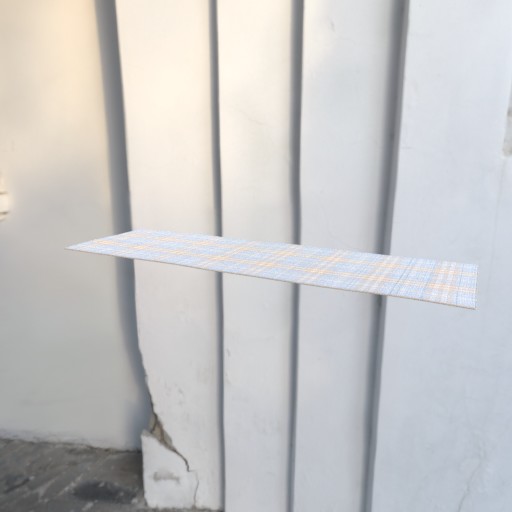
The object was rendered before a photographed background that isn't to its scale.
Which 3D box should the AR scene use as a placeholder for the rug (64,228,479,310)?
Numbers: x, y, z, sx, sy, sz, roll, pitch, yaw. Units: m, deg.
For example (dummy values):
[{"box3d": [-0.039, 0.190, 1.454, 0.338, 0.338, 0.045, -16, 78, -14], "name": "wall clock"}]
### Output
[{"box3d": [0.000, 0.000, 2.709, 2.439, 0.013, 0.762, 7, 16, 26], "name": "rug"}]
